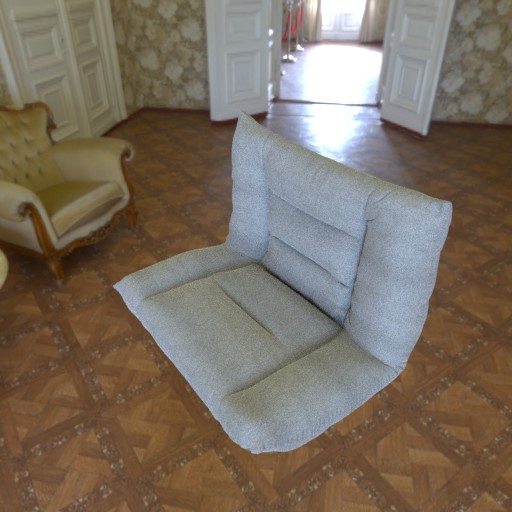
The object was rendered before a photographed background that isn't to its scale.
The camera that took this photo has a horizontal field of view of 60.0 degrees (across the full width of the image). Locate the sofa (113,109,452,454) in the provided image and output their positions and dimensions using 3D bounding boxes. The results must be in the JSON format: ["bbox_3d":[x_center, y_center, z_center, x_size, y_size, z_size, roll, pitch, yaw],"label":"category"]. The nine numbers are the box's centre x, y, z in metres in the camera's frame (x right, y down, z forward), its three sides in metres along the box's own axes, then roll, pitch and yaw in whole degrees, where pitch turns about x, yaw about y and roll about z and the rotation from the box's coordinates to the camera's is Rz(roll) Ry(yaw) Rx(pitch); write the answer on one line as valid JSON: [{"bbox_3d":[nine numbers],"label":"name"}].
[{"bbox_3d":[0.000,0.000,1.732,0.847,0.795,1.144,-22,38,-30],"label":"sofa"}]
